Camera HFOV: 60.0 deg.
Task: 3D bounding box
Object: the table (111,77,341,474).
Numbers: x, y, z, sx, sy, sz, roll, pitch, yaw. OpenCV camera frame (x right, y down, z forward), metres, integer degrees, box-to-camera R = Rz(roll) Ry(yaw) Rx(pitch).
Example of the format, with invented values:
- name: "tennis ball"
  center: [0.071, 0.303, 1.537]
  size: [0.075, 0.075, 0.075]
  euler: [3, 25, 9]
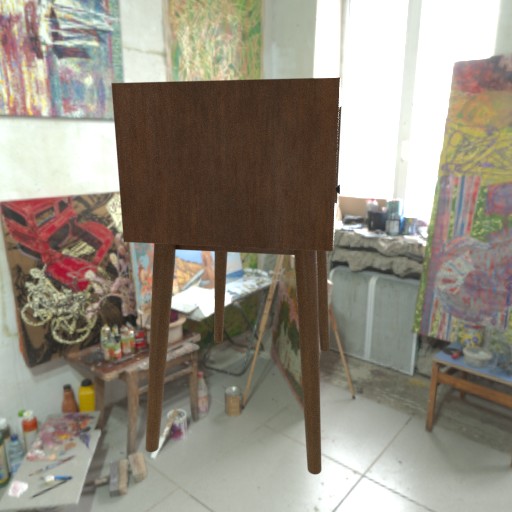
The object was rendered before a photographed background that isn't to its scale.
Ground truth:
- name: "table"
  center: [0.000, 0.000, 0.854]
  size: [0.307, 0.580, 0.454]
  euler: [3, 15, 10]
